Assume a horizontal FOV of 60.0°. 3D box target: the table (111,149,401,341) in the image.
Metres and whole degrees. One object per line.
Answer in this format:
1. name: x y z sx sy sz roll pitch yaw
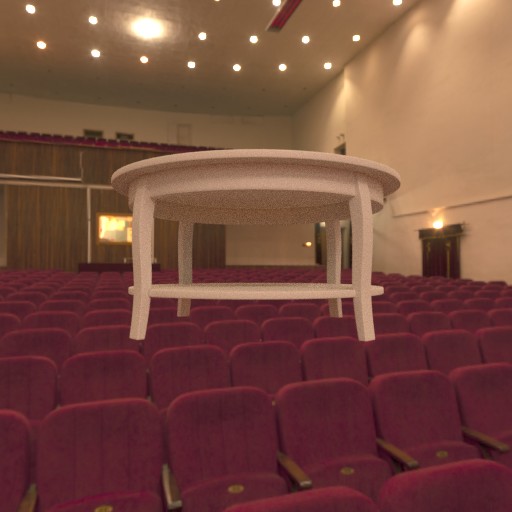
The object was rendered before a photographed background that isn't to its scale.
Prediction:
1. table: 0.000 0.000 1.459 0.910 0.457 0.910 0 -2 0
